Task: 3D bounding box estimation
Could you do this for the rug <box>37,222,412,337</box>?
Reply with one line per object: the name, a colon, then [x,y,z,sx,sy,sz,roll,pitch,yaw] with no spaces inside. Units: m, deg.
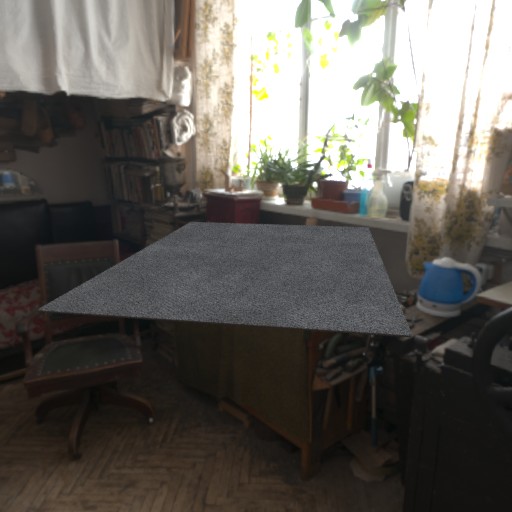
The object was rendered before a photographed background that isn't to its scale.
rug: [0.000,0.000,2.903,1.600,0.008,2.235,2,15,9]
